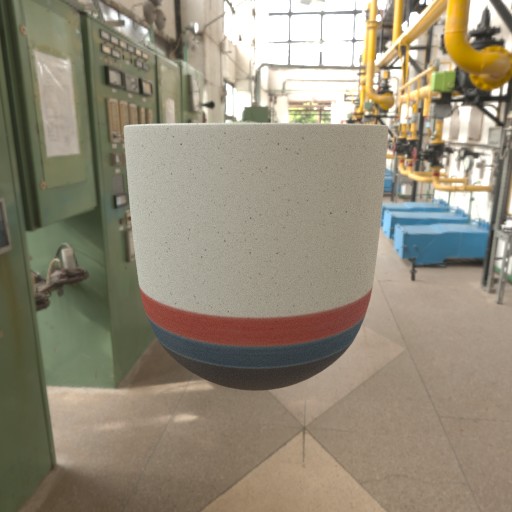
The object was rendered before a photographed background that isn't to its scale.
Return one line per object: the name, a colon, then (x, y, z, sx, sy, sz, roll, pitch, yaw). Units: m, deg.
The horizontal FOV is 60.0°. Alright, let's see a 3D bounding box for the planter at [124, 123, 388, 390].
planter: (0.000, 0.000, 0.382, 0.204, 0.214, 0.204, 0, 15, 0)
